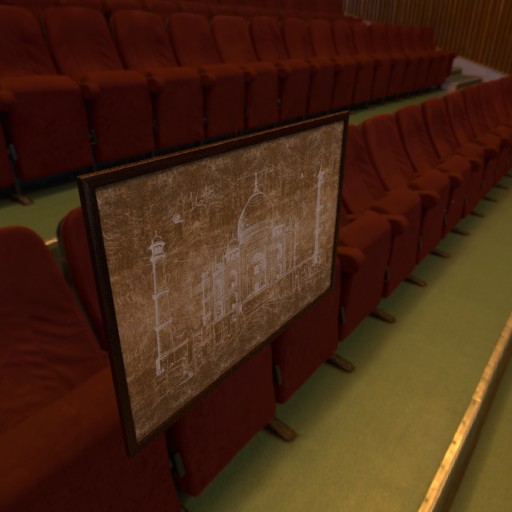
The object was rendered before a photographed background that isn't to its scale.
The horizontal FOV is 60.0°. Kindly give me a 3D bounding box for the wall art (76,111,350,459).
[{"bbox_3d":[0.000,0.000,1.034,0.014,0.559,0.816,19,31,33],"label":"wall art"}]
